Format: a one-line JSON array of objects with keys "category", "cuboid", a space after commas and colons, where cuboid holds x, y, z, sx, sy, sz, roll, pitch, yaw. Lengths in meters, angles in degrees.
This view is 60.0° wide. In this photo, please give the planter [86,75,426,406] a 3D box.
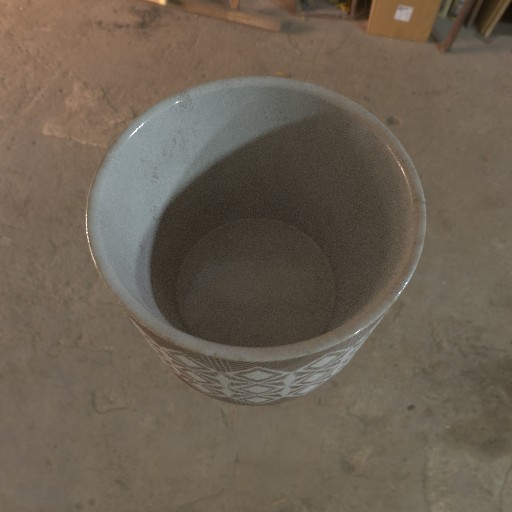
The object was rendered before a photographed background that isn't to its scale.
[{"category": "planter", "cuboid": [0.000, 0.000, 0.213, 0.126, 0.104, 0.126, 0, 63, 0]}]
